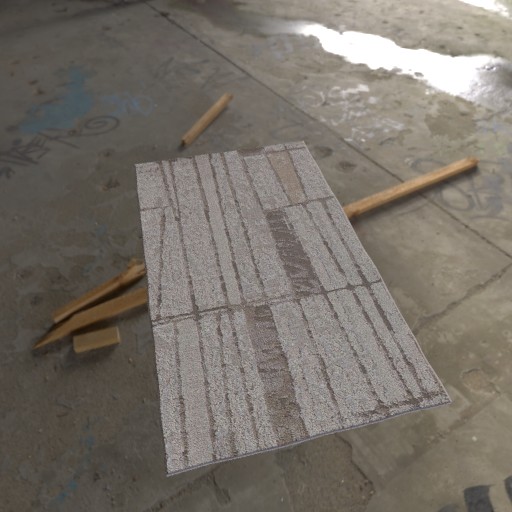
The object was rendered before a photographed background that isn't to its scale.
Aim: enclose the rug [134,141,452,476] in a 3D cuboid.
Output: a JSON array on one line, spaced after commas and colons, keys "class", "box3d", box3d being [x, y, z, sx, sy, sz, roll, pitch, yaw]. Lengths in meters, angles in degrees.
[{"class": "rug", "box3d": [0.000, 0.000, 1.038, 0.515, 0.007, 0.867, -10, 48, -9]}]
